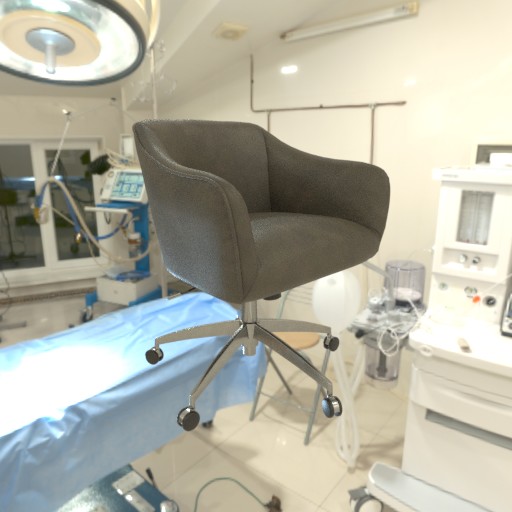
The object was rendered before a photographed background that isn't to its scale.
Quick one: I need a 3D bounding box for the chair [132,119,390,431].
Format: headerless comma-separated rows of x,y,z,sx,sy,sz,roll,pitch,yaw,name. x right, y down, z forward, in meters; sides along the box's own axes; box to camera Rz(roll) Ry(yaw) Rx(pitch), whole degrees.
0.000,0.000,1.380,0.689,0.827,0.713,14,21,43,chair
